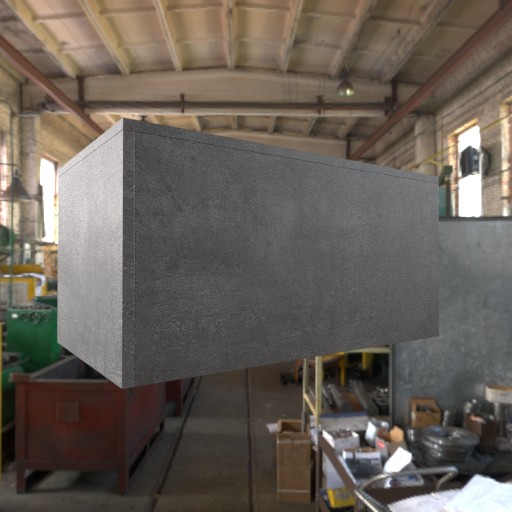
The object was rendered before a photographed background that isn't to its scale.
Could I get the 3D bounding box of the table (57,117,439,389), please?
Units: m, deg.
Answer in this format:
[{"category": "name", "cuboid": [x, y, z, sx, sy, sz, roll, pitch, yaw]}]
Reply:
[{"category": "table", "cuboid": [0.000, 0.000, 0.935, 0.700, 0.350, 0.400, 0, -1, -35]}]
